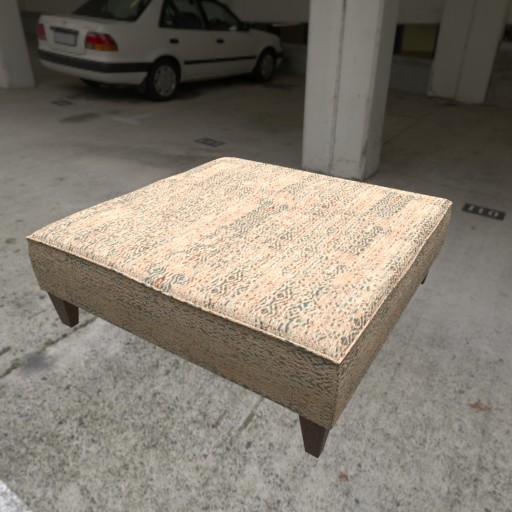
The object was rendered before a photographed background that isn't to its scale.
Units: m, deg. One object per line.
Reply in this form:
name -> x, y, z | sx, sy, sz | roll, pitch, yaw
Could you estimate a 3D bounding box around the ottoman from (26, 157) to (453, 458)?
ottoman -> 0.000, 0.000, 1.473 | 1.004, 0.356, 0.968 | 17, 33, 29
